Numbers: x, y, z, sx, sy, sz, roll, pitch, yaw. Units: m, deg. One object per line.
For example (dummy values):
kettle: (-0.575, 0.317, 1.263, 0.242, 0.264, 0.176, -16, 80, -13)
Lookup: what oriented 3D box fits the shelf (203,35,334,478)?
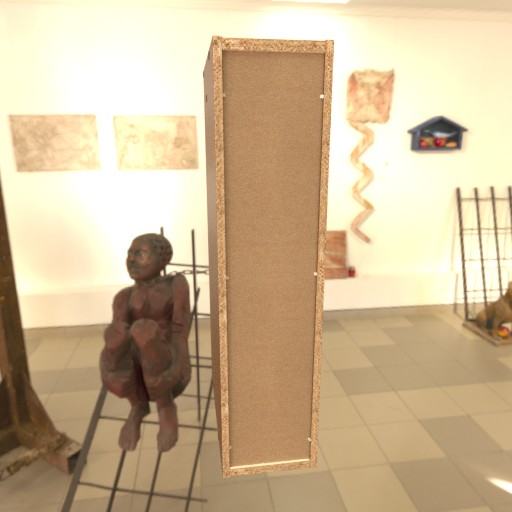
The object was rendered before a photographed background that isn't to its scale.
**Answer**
shelf: (0.000, 0.000, 0.729, 0.147, 0.600, 0.290, -2, 15, -8)
